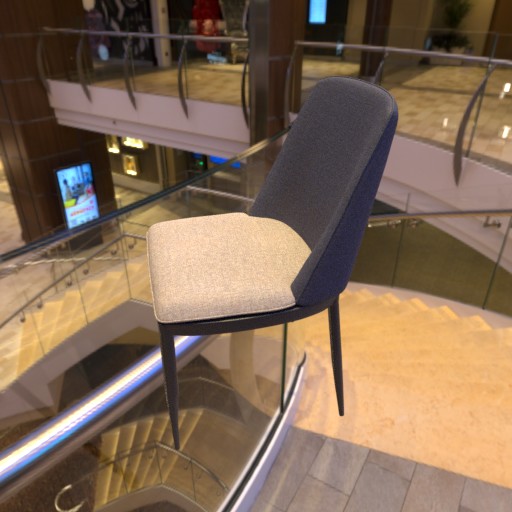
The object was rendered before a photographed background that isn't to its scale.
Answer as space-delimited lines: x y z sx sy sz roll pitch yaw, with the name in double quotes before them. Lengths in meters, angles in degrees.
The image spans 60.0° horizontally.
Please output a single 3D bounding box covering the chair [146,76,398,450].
"chair" 0.000 0.000 1.158 0.551 0.839 0.480 -7 31 -13
